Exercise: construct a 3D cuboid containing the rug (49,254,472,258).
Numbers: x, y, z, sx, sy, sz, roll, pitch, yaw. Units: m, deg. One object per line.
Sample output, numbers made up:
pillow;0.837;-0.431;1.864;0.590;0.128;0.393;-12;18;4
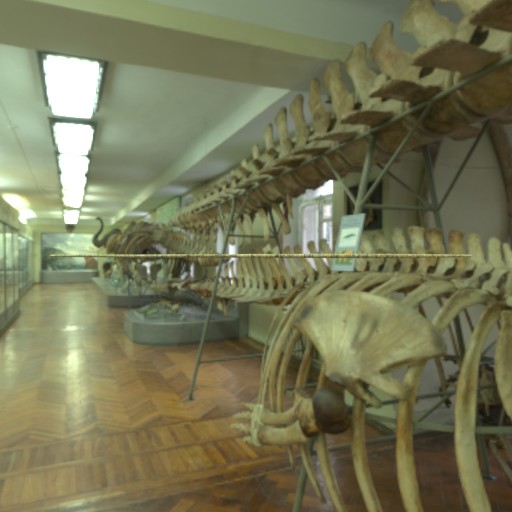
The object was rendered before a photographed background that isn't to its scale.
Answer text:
rug;0.000;0.000;2.321;1.846;0.014;1.243;0;0;37
